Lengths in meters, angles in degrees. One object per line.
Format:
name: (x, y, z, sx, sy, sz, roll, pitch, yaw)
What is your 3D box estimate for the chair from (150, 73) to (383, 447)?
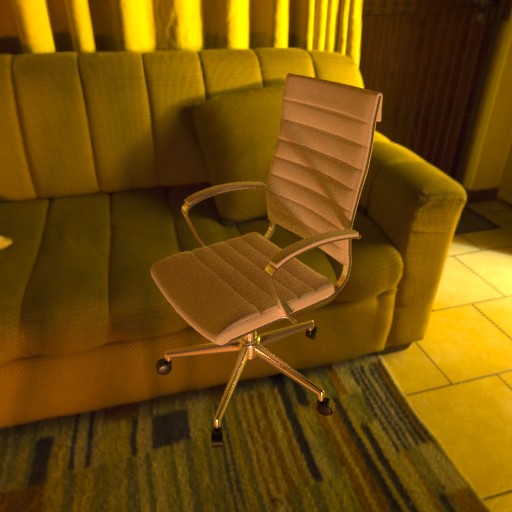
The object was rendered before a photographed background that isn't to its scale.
chair: (0.000, 0.000, 1.634, 0.739, 1.149, 0.766, -21, 37, -30)
